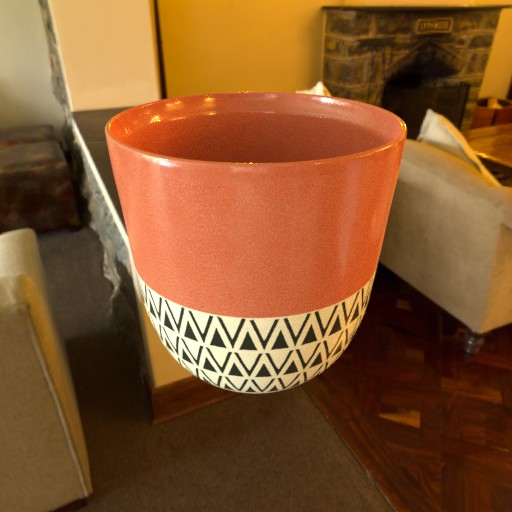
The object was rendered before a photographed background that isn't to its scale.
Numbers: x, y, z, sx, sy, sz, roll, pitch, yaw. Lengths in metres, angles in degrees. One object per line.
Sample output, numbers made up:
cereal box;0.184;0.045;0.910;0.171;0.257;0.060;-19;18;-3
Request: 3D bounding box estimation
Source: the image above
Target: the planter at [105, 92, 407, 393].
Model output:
planter;0.000;0.000;0.351;0.195;0.214;0.195;0;30;0
